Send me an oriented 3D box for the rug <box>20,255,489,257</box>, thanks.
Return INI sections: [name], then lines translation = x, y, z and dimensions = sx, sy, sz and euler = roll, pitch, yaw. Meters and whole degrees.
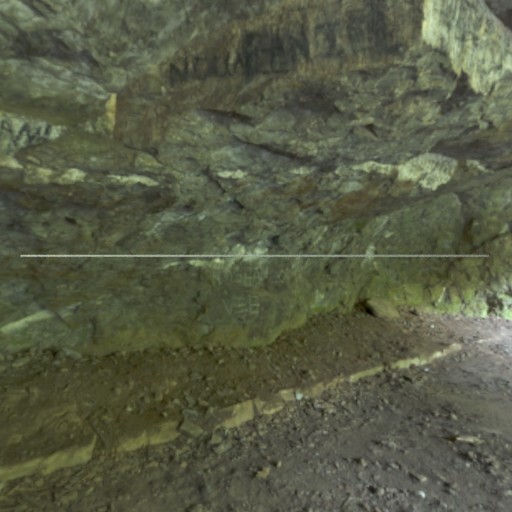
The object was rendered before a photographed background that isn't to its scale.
[rug]
translation = 0.000, 0.000, 3.472
dimensions = 2.584, 0.011, 2.073
euler = 0, 0, 1
